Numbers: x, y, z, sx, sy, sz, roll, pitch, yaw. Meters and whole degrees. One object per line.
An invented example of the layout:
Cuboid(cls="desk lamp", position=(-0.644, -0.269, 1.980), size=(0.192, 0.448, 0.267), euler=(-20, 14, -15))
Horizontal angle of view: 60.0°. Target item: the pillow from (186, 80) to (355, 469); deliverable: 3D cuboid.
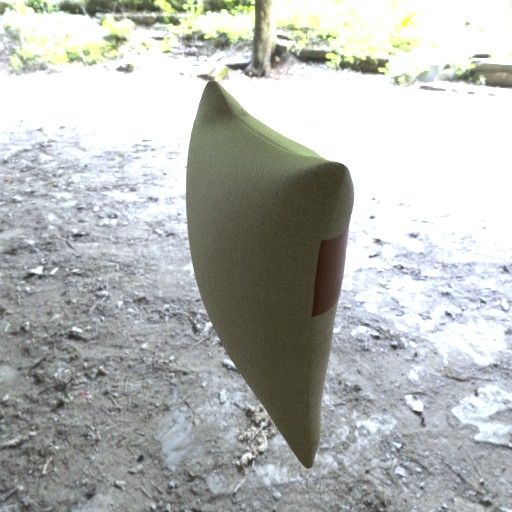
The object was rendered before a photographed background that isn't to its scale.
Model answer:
Cuboid(cls="pillow", position=(0.000, 0.000, 0.617), size=(0.173, 0.399, 0.414), euler=(-10, 32, -16))
